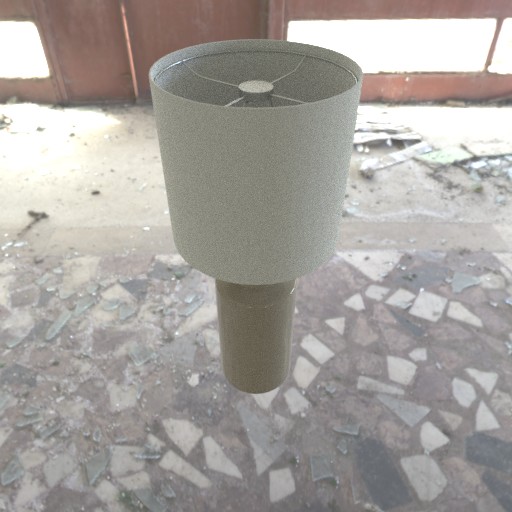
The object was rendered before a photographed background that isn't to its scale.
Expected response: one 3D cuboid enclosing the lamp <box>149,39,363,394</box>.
[{"bbox_3d":[0.000,0.000,0.602,0.212,0.493,0.212,24,46,26],"label":"lamp"}]
